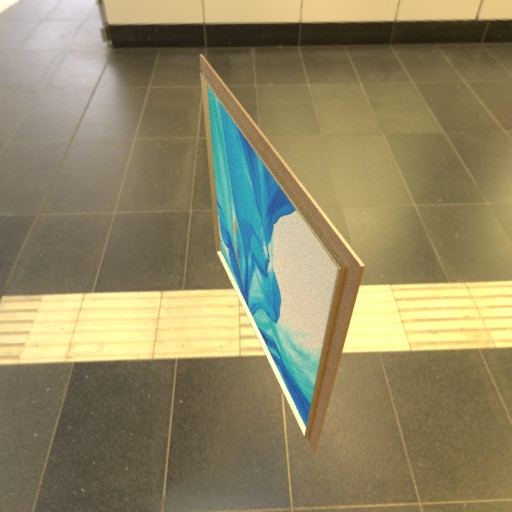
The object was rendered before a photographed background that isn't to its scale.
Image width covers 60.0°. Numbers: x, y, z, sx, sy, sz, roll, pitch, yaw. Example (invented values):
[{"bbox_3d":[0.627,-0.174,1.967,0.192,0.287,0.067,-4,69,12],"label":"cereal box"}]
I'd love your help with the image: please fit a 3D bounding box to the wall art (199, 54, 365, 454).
[{"bbox_3d":[0.000,0.000,1.685,0.025,1.067,1.168,-16,48,-15],"label":"wall art"}]
